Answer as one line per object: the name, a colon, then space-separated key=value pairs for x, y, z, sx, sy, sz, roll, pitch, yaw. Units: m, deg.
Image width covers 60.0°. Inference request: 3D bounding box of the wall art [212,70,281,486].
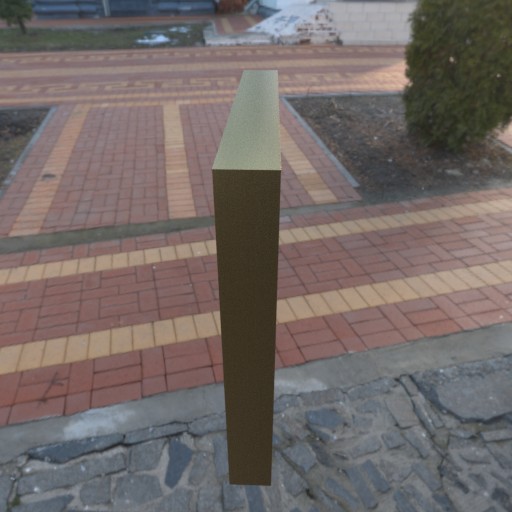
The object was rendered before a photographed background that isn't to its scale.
wall art: x=0.000 y=0.000 z=0.453 sx=0.038 sy=0.304 sz=0.304 roll=1 pitch=32 yaw=2
